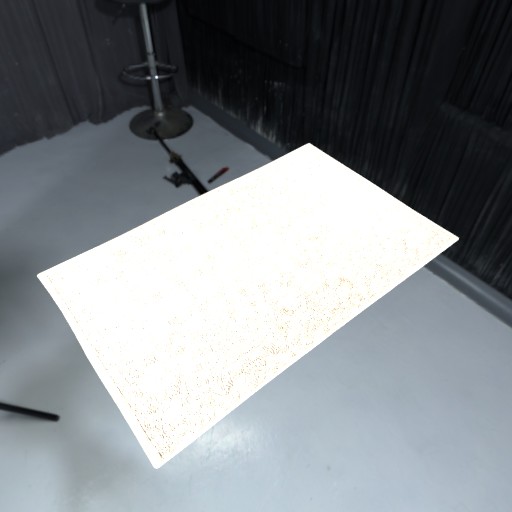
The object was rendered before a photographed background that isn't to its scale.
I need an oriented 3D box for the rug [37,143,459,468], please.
[{"bbox_3d":[0.000,0.000,2.990,2.435,0.012,1.529,-31,54,-25],"label":"rug"}]
